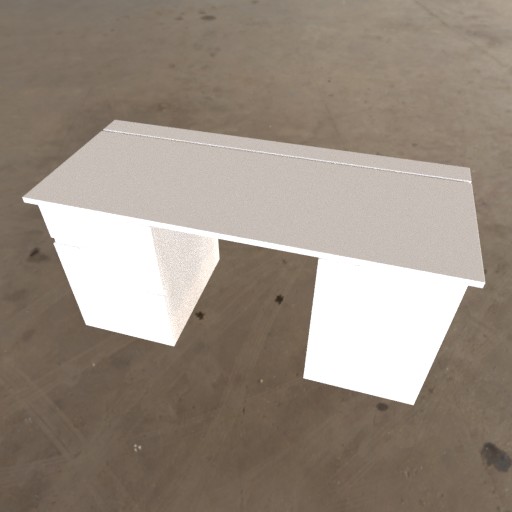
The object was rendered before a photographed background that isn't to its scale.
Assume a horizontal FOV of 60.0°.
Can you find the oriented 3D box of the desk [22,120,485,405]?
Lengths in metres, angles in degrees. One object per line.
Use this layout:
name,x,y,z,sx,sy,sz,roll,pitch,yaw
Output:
desk,0.000,0.000,1.944,1.580,0.760,0.670,11,43,12
